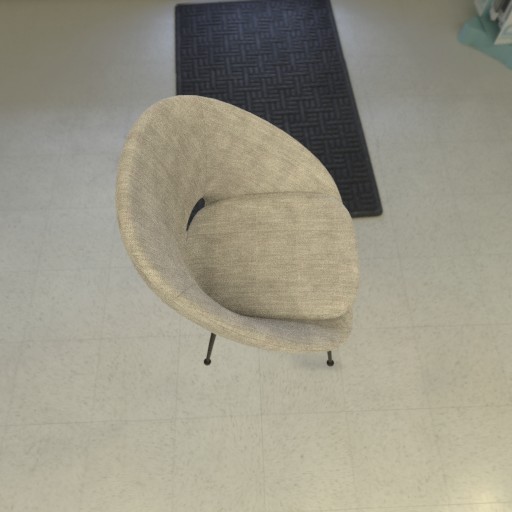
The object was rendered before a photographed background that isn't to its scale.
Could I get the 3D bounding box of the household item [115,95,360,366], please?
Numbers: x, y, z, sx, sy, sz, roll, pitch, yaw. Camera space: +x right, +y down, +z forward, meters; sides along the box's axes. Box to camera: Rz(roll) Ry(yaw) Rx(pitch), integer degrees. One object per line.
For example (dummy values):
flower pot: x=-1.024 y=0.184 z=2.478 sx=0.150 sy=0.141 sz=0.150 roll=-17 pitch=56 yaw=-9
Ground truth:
household item: x=0.000 y=0.000 z=1.294 sx=0.587 sy=0.869 sz=0.643 roll=0 pitch=64 yaw=0
